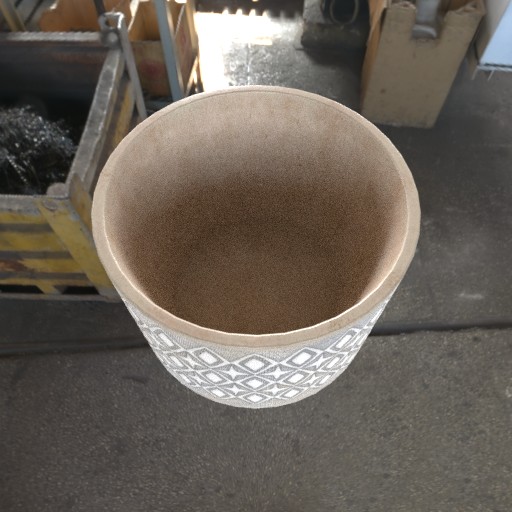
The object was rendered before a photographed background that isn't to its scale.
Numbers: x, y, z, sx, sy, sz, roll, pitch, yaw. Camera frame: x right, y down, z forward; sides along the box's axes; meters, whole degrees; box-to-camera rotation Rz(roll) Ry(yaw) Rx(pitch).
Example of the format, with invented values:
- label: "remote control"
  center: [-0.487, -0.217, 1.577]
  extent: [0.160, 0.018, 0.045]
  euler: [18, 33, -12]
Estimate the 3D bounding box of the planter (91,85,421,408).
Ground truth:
- label: "planter"
  center: [0.000, 0.000, 0.278]
  extent: [0.164, 0.127, 0.164]
  euler: [0, 59, 0]
